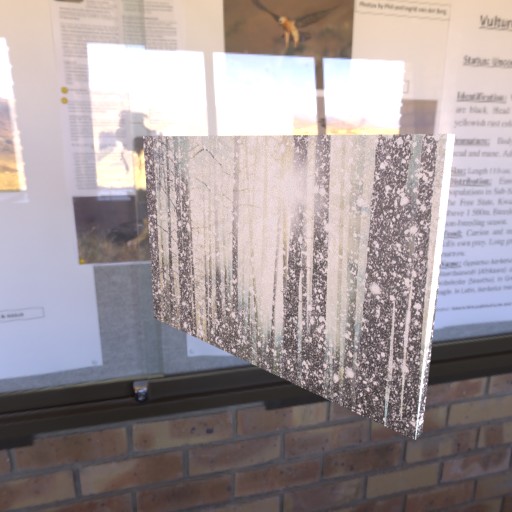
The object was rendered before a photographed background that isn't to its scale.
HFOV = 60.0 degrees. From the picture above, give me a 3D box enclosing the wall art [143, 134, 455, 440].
[{"bbox_3d":[0.000,0.000,1.139,0.919,0.598,0.038,14,20,42],"label":"wall art"}]
